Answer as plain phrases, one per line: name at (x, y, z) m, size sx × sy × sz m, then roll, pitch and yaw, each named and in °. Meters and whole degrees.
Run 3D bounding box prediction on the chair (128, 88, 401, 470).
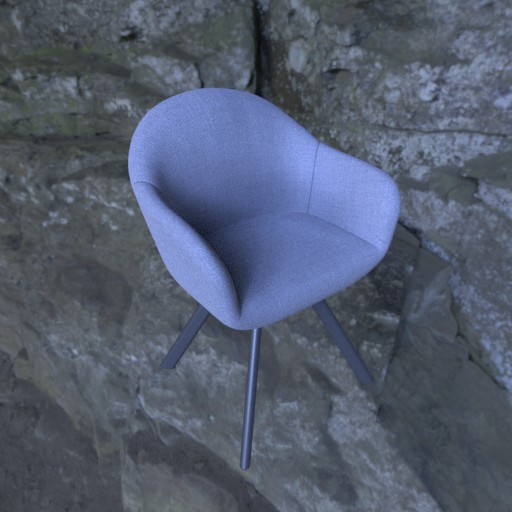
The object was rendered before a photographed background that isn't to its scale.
chair at (0.000, 0.000, 1.200) m, size 0.590 × 0.795 × 0.550 m, roll -21°, pitch 37°, yaw -31°
